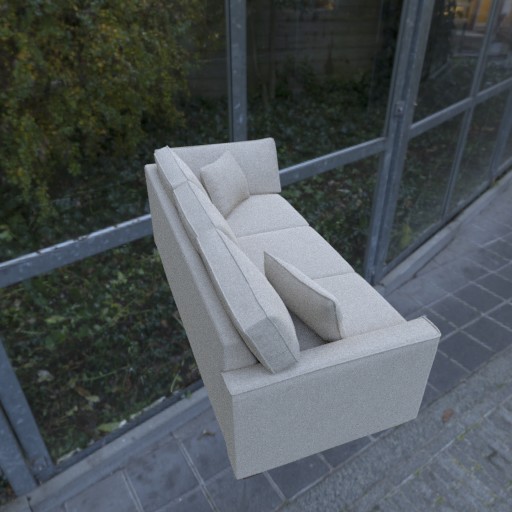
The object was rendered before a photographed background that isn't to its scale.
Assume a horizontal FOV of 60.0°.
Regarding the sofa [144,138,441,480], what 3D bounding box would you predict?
[{"bbox_3d":[0.000,0.000,2.863,1.061,0.962,2.317,-11,33,-17],"label":"sofa"}]
